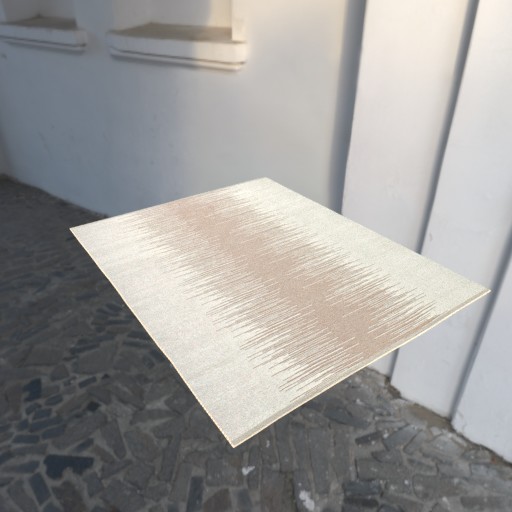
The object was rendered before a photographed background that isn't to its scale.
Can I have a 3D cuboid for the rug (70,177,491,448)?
[{"bbox_3d":[0.000,0.000,3.990,2.438,0.013,3.048,-20,37,-30],"label":"rug"}]
